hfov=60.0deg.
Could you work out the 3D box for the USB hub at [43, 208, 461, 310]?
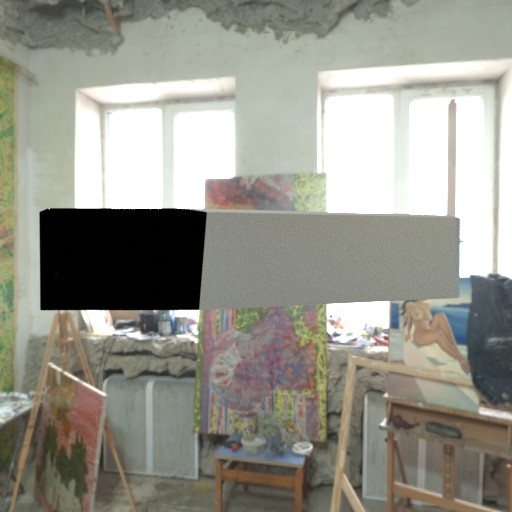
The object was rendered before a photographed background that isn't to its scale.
[{"bbox_3d":[0.000,0.000,0.127,0.110,0.023,0.044,0,2,-18],"label":"USB hub"}]
